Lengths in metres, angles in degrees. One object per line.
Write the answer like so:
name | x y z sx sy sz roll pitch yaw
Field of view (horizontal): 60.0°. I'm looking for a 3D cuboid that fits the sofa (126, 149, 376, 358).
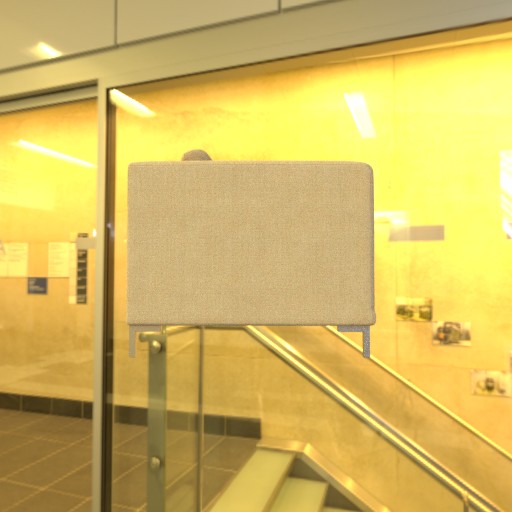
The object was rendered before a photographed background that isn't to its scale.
sofa | 0.000 0.000 2.903 0.969 0.867 2.415 0 -2 1
